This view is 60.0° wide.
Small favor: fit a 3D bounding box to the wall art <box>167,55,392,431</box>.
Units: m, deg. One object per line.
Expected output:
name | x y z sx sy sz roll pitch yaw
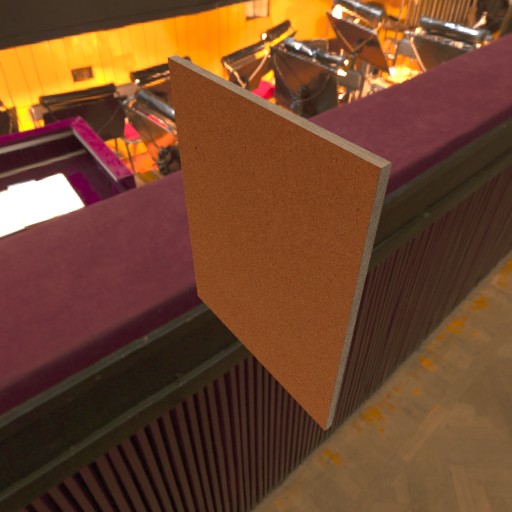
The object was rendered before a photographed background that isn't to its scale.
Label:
wall art | 0.000 0.000 0.849 0.020 0.613 0.481 -28 49 -27
